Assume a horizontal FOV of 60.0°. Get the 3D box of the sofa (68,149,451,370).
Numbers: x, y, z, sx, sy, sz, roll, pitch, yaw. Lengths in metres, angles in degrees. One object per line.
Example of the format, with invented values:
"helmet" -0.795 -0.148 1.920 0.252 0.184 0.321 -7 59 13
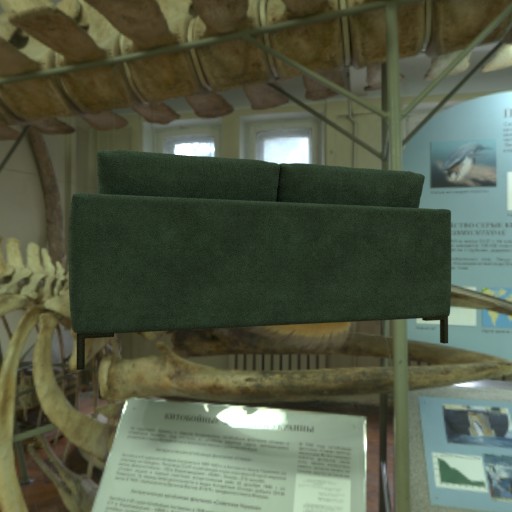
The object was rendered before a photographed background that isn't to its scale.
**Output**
"sofa" 0.000 0.000 2.217 1.676 0.817 0.875 0 -1 -18
